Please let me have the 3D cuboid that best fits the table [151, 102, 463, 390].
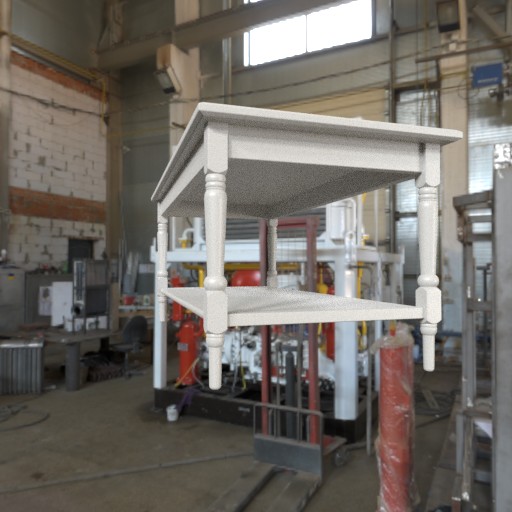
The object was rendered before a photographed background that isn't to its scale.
[{"bbox_3d":[0.000,0.000,1.359,0.551,0.506,1.109,0,-1,-17],"label":"table"}]
